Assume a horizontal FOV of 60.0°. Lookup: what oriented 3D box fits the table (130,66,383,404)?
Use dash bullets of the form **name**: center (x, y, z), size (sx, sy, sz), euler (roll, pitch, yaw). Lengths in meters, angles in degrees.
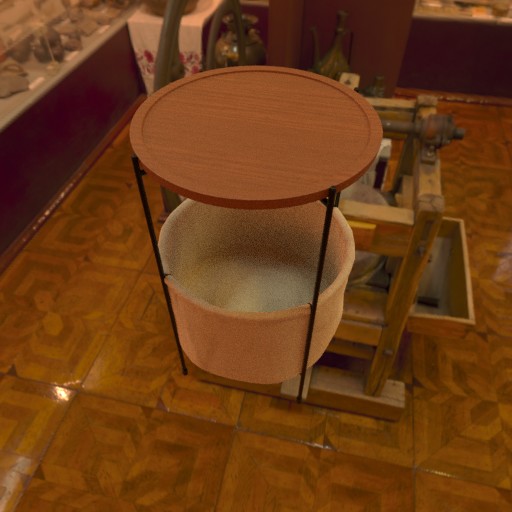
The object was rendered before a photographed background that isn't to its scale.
- **table**: center (0.000, 0.000, 0.913), size (0.393, 0.623, 0.393), euler (11, 48, 10)
